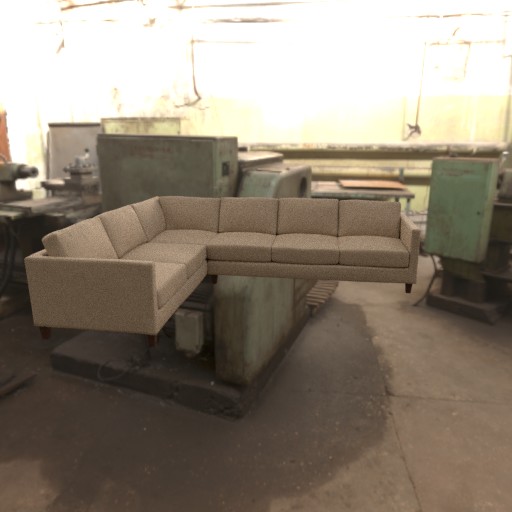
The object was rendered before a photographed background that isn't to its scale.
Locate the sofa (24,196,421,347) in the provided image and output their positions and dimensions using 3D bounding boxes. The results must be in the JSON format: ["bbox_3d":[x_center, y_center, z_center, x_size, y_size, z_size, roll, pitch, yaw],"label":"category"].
[{"bbox_3d":[0.000,0.000,4.318,3.182,0.863,2.432,2,16,8],"label":"sofa"}]
